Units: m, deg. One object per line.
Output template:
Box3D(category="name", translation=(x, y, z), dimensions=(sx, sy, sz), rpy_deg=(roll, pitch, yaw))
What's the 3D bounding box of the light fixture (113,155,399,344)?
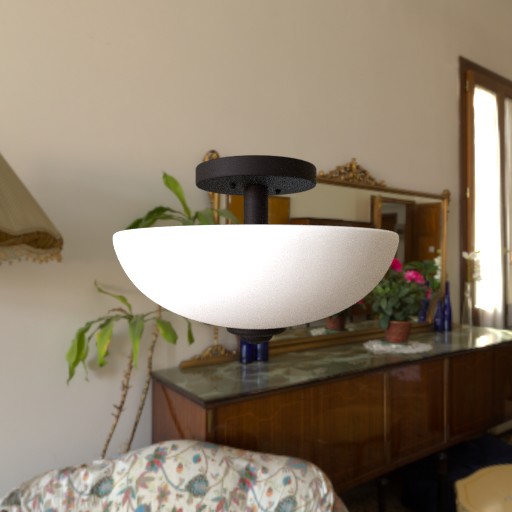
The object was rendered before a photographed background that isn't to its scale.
Box3D(category="light fixture", translation=(0.000, 0.000, 0.539), dimensions=(0.331, 0.212, 0.331), rpy_deg=(0, -1, 0))
